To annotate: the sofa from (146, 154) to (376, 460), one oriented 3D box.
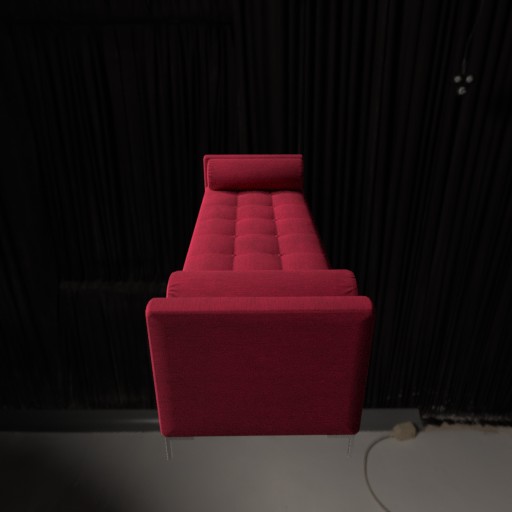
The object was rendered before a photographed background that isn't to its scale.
[{"bbox_3d":[0.000,0.000,2.310,0.686,0.635,1.981,0,26,-1],"label":"sofa"}]
